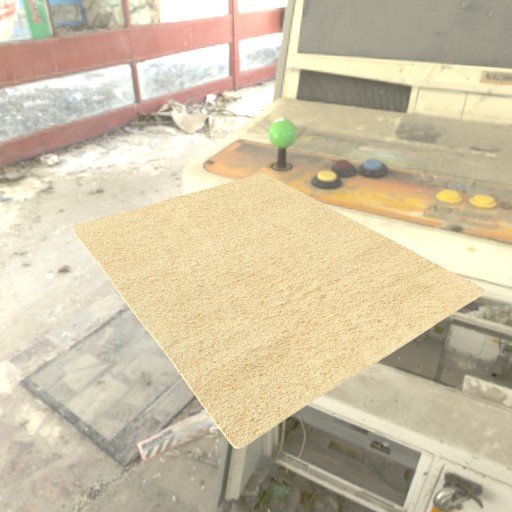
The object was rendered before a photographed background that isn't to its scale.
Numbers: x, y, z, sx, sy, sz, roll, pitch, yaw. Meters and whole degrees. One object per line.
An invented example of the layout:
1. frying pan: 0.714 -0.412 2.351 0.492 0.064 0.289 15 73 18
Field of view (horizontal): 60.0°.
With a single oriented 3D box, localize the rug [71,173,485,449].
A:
1. rug: 0.000 0.000 3.970 2.401 0.025 3.001 -21 38 -29
